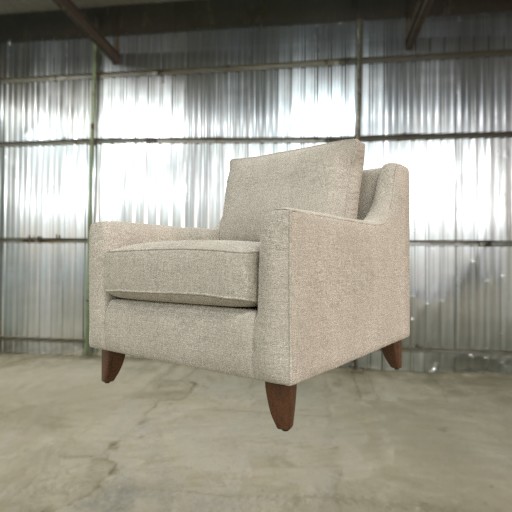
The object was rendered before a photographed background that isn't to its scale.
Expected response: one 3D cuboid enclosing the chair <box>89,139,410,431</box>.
[{"bbox_3d":[0.000,0.000,1.597,0.838,0.864,0.918,0,-1,36],"label":"chair"}]
